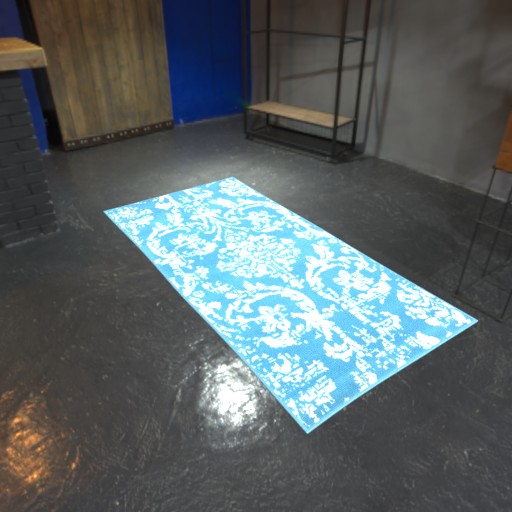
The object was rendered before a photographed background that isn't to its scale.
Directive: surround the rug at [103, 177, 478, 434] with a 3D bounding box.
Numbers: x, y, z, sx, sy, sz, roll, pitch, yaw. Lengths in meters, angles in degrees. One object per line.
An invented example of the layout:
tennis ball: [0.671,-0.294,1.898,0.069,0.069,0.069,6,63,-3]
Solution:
rug: [0.000,0.000,1.465,0.604,0.007,1.219,-21,38,-29]
